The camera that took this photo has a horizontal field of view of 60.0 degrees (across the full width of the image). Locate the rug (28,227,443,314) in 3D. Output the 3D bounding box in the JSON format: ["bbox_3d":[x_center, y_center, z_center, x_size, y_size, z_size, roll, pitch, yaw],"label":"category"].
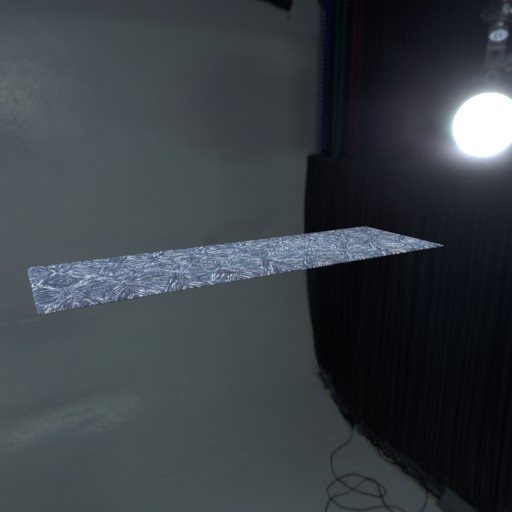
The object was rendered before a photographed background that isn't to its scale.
[{"bbox_3d":[0.000,0.000,2.531,2.306,0.013,0.719,-8,17,-28],"label":"rug"}]
